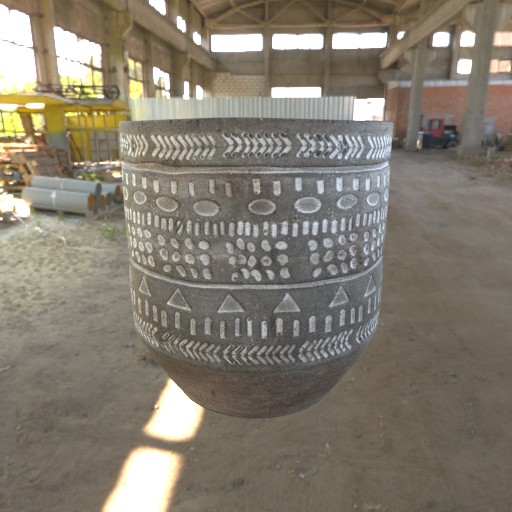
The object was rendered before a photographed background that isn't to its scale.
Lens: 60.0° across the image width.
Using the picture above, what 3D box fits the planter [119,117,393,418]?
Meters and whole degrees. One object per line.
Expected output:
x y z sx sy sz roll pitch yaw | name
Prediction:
0.000 0.000 0.220 0.122 0.128 0.122 0 16 0 | planter
